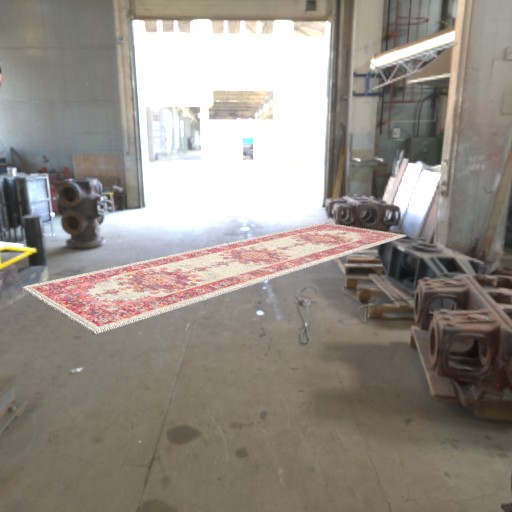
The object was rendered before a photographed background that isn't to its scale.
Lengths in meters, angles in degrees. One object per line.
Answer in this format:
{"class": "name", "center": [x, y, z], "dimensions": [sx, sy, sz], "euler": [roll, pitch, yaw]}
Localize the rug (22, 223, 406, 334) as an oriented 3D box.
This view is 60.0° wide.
{"class": "rug", "center": [0.000, 0.000, 2.021], "dimensions": [0.562, 0.009, 1.824], "euler": [14, 20, 43]}
